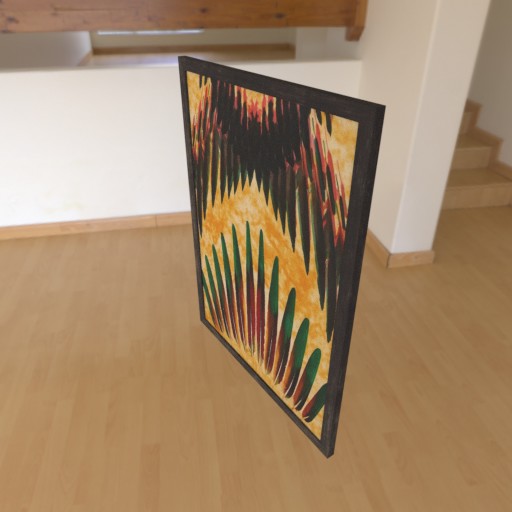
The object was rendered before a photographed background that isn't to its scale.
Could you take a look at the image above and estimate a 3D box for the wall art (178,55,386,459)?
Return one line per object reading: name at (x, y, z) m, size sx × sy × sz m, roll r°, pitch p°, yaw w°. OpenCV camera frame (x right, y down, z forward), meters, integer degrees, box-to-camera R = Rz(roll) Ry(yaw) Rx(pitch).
wall art at (0.000, 0.000, 1.390) m, size 0.029 × 1.066 × 0.812 m, roll -20°, pitch 37°, yaw -29°
